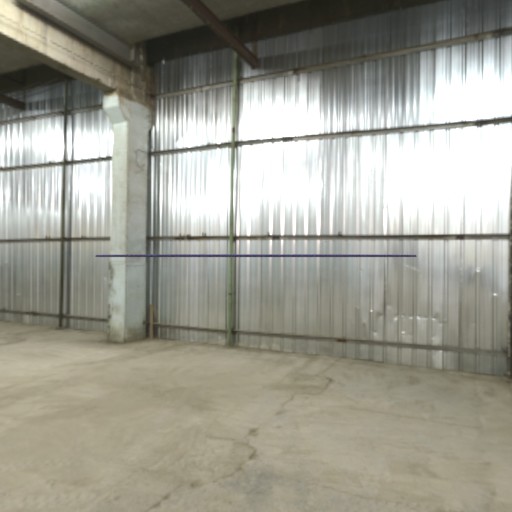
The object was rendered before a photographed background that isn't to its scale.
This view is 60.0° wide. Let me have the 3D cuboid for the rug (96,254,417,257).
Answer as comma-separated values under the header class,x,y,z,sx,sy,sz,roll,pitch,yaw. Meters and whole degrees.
class,x,y,z,sx,sy,sz,roll,pitch,yaw
rug,0.000,0.000,3.499,2.386,0.014,2.386,0,0,0
